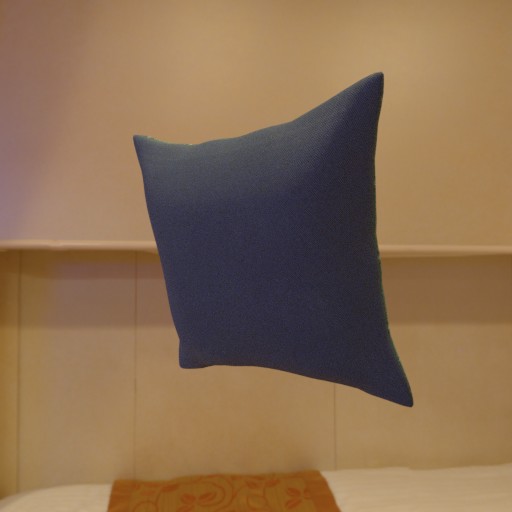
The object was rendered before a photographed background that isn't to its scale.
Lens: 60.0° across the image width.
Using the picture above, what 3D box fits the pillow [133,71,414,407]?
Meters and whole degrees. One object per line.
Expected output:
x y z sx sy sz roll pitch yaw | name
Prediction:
0.000 0.000 0.693 0.453 0.430 0.200 -1 -1 36 | pillow
